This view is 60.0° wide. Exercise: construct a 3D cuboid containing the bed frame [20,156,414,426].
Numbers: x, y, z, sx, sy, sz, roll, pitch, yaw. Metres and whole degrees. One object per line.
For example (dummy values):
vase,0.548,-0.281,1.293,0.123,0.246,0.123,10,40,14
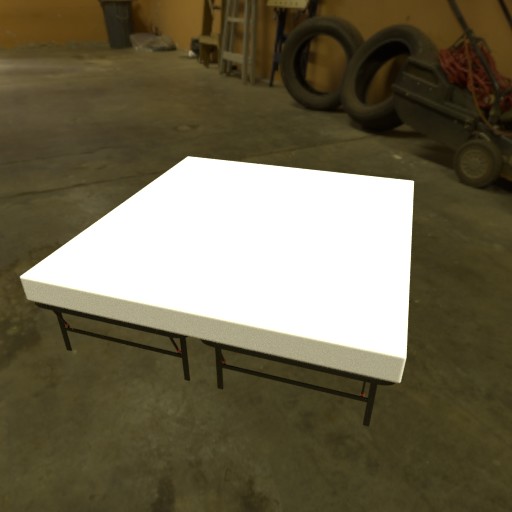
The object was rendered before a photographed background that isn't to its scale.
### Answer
bed frame,0.000,0.000,3.018,1.930,0.559,2.032,9,32,15
